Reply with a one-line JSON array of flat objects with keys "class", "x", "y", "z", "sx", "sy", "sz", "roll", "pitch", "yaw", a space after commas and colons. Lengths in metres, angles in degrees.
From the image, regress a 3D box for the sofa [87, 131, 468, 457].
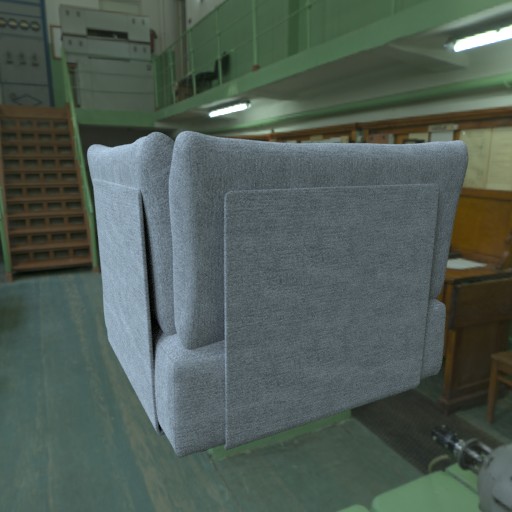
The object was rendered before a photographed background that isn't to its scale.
[{"class": "sofa", "x": 0.000, "y": 0.000, "z": 1.638, "sx": 1.000, "sy": 0.820, "sz": 1.000, "roll": -6, "pitch": 14, "yaw": -27}]
